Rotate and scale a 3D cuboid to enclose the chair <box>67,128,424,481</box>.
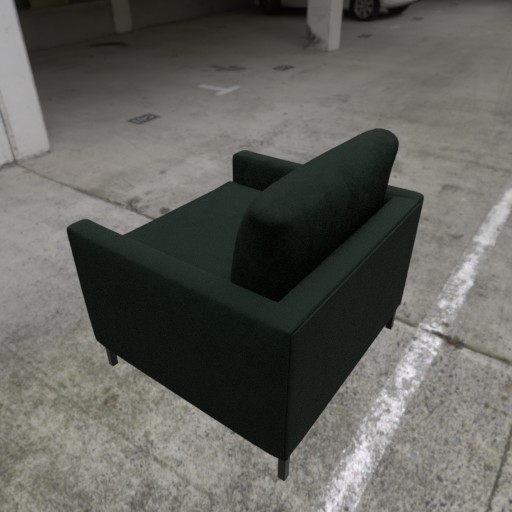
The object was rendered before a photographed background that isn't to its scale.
[{"bbox_3d":[0.000,0.000,1.617,0.866,0.861,0.963,21,38,30],"label":"chair"}]
